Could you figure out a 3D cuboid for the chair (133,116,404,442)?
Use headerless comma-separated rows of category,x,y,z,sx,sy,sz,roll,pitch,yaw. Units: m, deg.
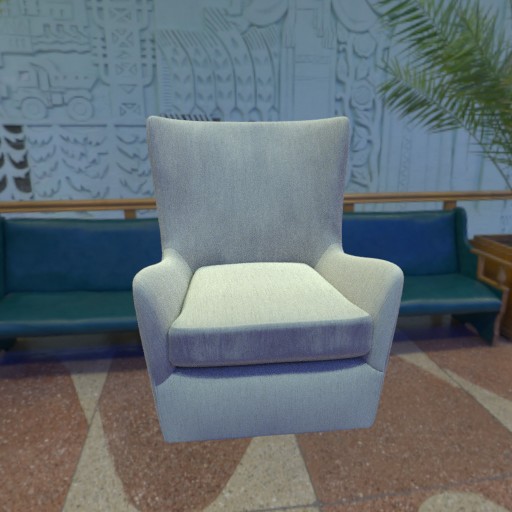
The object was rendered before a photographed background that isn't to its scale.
chair,0.000,0.000,1.653,0.779,1.000,0.904,-2,17,-6
